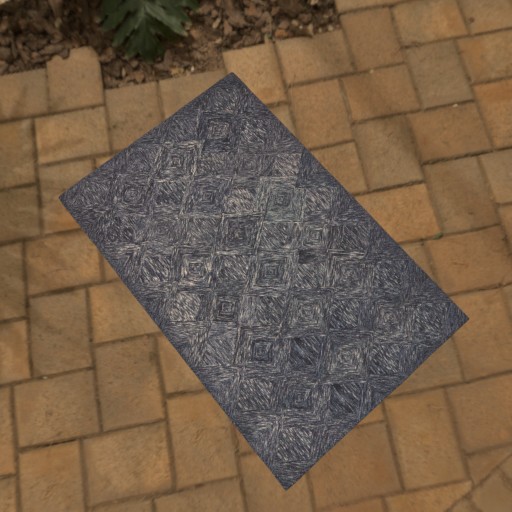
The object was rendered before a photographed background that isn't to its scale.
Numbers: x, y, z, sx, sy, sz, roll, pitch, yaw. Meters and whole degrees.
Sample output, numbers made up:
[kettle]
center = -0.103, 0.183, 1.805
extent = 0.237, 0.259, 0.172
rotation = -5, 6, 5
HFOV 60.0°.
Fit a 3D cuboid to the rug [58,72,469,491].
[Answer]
[rug]
center = 0.000, 0.000, 2.146
extent = 1.139, 0.010, 1.754
rotation = -39, 79, -9
